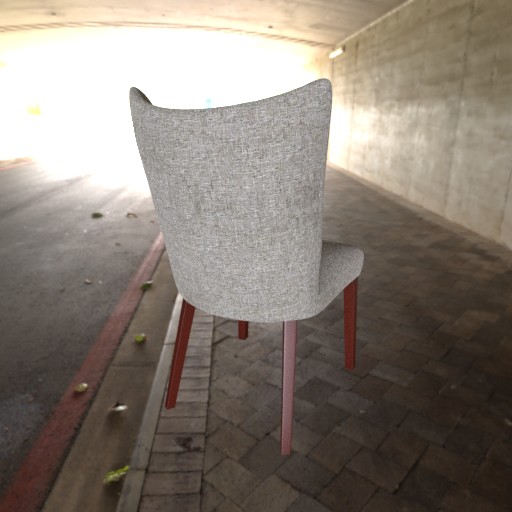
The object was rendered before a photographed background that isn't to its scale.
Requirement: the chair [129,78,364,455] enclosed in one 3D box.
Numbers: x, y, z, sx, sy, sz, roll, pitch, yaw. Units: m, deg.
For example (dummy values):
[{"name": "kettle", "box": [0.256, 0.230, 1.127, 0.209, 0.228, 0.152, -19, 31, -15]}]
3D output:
[{"name": "chair", "box": [0.000, 0.000, 1.289, 0.535, 0.924, 0.623, 10, 20, 28]}]
